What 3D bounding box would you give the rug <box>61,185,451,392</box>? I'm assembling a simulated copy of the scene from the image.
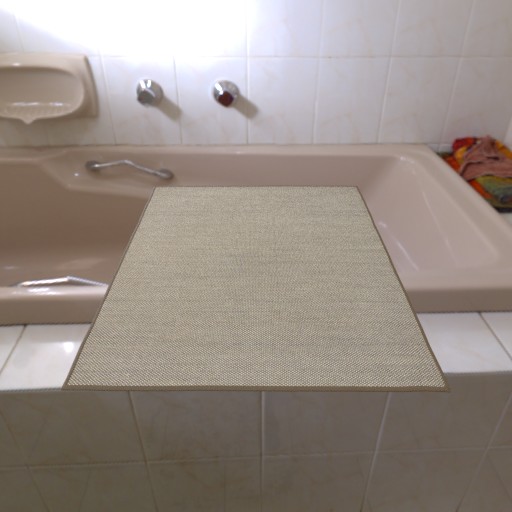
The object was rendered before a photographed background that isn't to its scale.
[{"bbox_3d":[0.000,0.000,3.987,2.413,0.020,3.041,0,33,0],"label":"rug"}]
